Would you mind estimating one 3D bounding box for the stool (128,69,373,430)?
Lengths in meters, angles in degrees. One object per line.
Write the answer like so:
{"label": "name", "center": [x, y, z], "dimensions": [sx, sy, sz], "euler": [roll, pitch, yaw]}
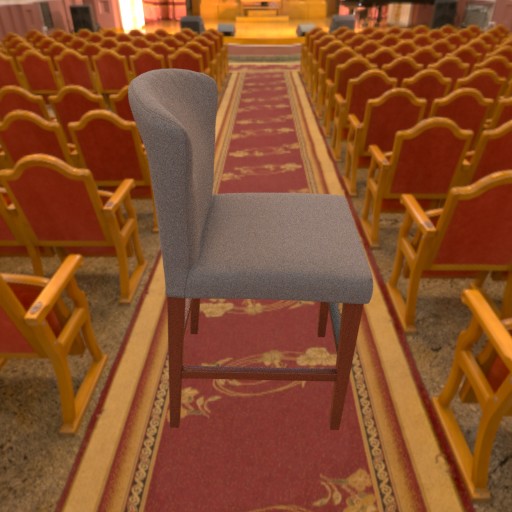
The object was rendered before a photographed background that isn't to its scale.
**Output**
{"label": "stool", "center": [0.000, 0.000, 1.268], "dimensions": [0.568, 0.968, 0.481], "euler": [1, 33, 1]}
